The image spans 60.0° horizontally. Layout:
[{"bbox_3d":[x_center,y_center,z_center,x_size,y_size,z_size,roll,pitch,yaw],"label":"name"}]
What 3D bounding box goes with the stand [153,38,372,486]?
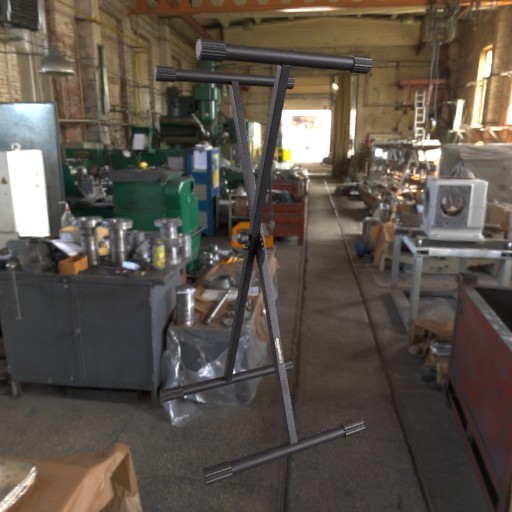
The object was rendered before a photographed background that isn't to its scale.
[{"bbox_3d":[0.000,0.000,1.152,0.449,0.940,0.409,-7,16,-25],"label":"stand"}]
